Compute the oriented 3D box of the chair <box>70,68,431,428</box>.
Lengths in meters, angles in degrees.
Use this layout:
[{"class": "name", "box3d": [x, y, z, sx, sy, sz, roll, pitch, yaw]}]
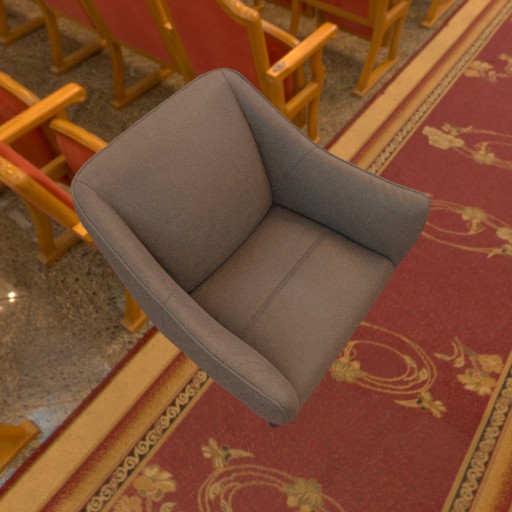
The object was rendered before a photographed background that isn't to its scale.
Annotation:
[{"class": "chair", "box3d": [0.000, 0.000, 1.566, 0.852, 0.830, 0.871, 33, 63, 19]}]
